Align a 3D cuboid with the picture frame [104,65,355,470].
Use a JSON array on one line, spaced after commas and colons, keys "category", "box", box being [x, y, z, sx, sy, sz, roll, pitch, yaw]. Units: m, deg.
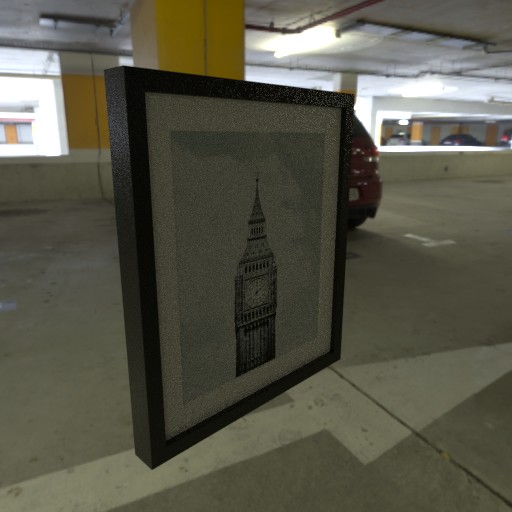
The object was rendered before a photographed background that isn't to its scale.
[{"category": "picture frame", "box": [0.000, 0.000, 0.521, 0.328, 0.378, 0.034, -14, 20, -43]}]
